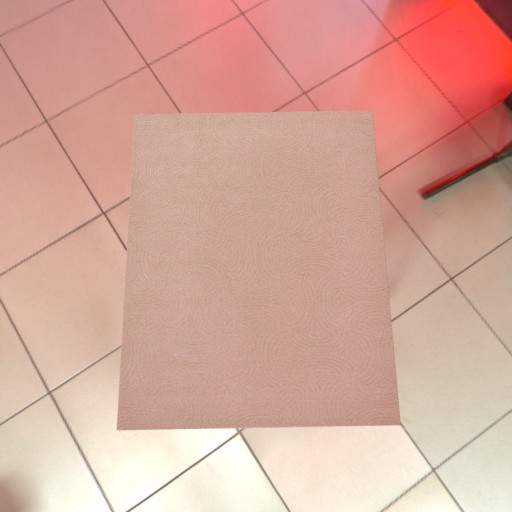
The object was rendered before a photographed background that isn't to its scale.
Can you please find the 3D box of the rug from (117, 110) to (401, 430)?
[{"bbox_3d":[0.000,0.000,3.543,2.073,0.011,2.584,-1,76,0],"label":"rug"}]
